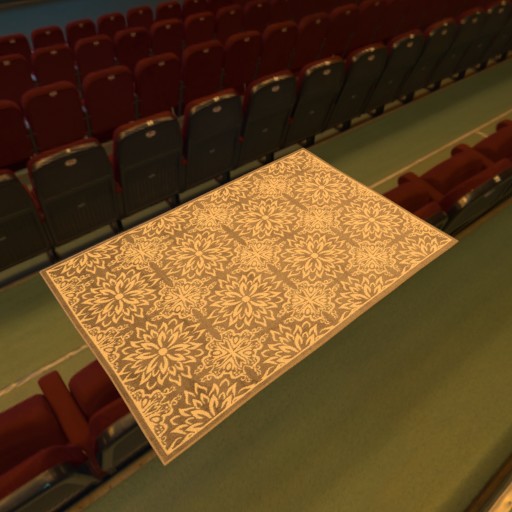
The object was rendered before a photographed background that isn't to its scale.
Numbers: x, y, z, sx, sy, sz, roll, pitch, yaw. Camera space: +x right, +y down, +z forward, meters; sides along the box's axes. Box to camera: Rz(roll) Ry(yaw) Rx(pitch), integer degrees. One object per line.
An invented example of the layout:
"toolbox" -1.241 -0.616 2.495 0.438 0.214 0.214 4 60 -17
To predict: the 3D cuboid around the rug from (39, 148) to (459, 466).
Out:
"rug" 0.000 0.000 2.328 1.847 0.012 1.224 -30 52 -27
